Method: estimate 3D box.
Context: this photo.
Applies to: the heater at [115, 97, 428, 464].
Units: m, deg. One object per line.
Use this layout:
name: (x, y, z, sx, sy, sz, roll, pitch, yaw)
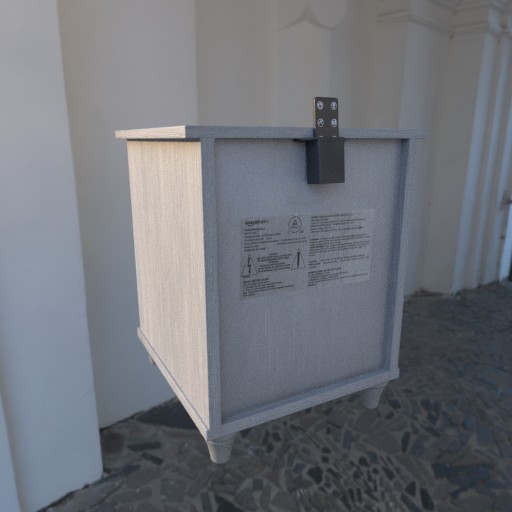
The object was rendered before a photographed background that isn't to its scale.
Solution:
heater: (0.000, 0.000, 0.752, 0.362, 0.481, 0.400, -8, 17, -27)
